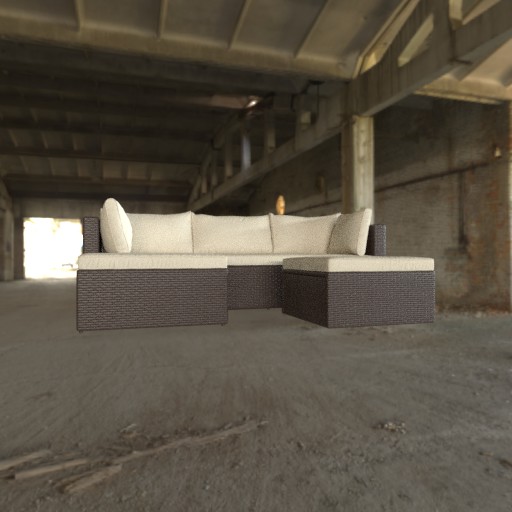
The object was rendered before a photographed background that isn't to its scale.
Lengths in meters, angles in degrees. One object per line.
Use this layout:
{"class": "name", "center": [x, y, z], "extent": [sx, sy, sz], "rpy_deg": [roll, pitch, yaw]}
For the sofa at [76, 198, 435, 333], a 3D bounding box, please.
{"class": "sofa", "center": [0.000, 0.000, 2.996], "extent": [2.192, 0.766, 1.612], "rpy_deg": [0, 0, -18]}
